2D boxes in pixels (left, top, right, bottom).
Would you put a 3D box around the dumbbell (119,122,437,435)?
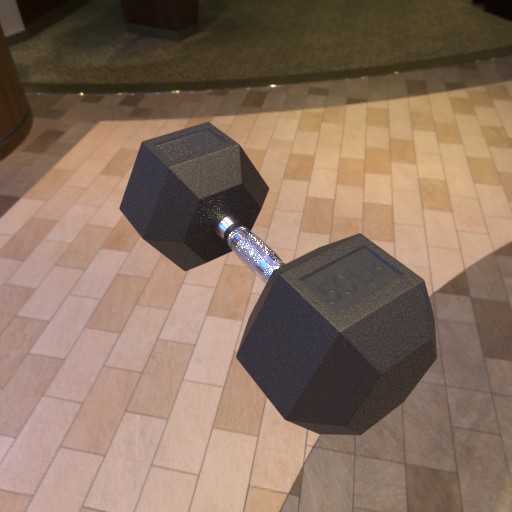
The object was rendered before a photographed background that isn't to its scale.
[{"bbox_3d":[0.000,0.000,0.467,0.173,0.150,0.384,-25,48,-25],"label":"dumbbell"}]
